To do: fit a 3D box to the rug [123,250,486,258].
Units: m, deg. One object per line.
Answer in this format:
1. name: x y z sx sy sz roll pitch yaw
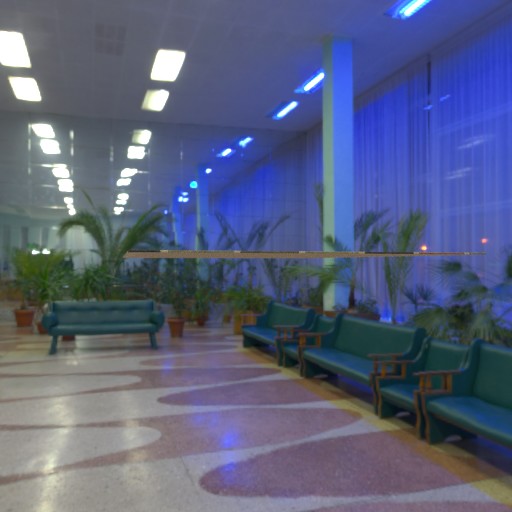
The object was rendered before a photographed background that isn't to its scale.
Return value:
1. rug: 0.000 0.000 4.291 2.439 0.013 3.200 0 -1 -17
